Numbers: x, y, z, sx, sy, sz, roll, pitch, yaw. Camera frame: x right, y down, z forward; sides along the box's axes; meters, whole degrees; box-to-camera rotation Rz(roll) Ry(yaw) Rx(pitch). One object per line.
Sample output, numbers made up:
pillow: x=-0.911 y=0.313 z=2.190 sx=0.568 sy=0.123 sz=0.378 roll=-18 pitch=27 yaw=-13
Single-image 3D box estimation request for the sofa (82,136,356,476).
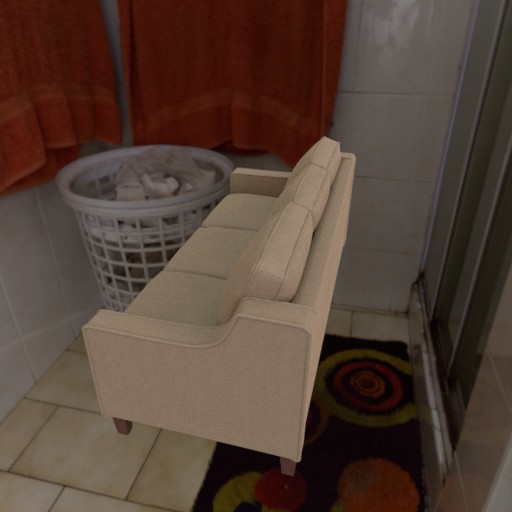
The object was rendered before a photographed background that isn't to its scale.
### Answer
sofa: x=0.000 y=0.000 z=2.526 sx=0.911 sy=0.974 sz=1.986 roll=8 pitch=30 yaw=13
